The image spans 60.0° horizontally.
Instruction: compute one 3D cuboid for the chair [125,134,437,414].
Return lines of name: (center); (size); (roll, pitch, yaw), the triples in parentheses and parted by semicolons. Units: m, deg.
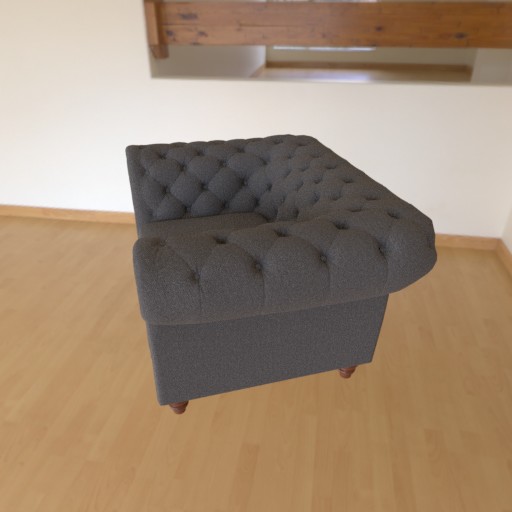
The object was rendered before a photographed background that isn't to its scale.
chair: (0.000, 0.000, 1.915); (0.976, 0.770, 1.270); (-8, 31, -13)
